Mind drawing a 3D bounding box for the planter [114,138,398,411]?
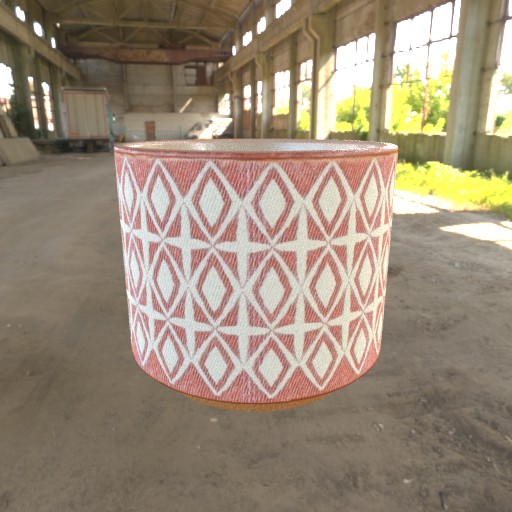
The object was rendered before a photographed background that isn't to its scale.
[{"bbox_3d":[0.000,0.000,0.479,0.273,0.237,0.273,0,17,0],"label":"planter"}]
